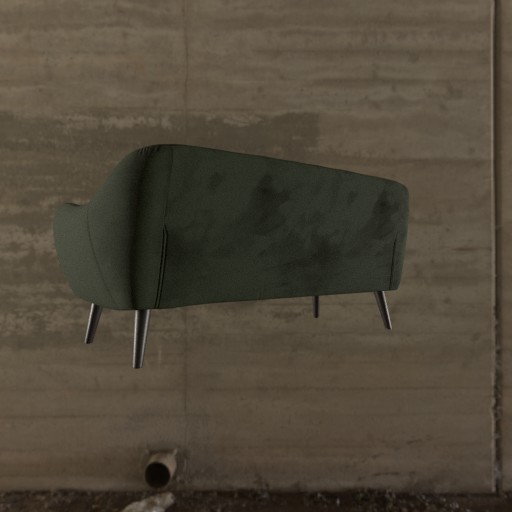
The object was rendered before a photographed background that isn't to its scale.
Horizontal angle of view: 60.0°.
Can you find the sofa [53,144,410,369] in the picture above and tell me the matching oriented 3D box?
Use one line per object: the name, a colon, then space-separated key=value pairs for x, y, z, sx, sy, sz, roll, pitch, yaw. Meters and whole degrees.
sofa: x=0.000 y=0.000 z=2.312 sx=1.840 sy=0.836 sz=0.820 roll=0 pitch=0 yaw=-37
